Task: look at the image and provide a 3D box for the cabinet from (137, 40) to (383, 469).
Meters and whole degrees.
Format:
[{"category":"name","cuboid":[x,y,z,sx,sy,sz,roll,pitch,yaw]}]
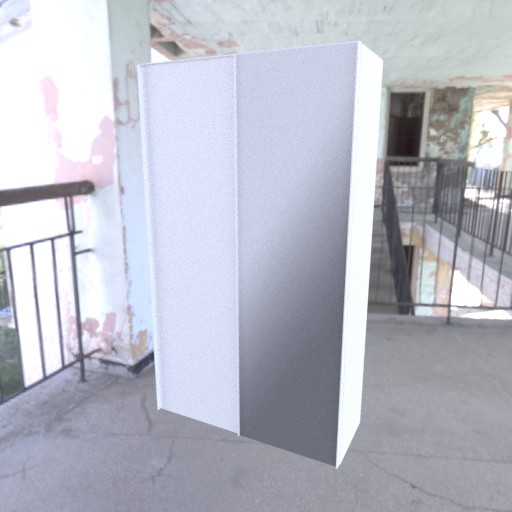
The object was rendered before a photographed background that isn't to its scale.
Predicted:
[{"category":"cabinet","cuboid":[0.000,0.000,2.647,1.250,2.160,0.480,7,15,26]}]
